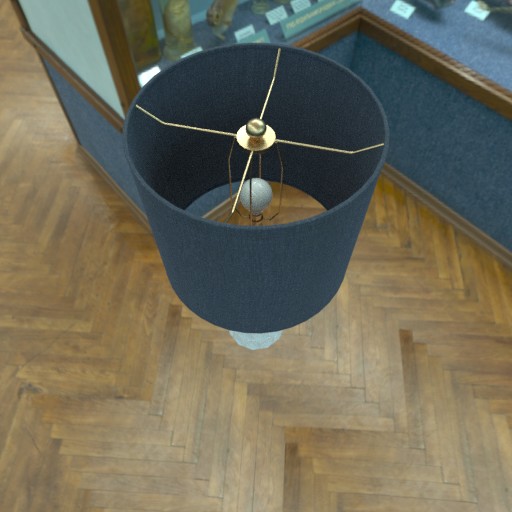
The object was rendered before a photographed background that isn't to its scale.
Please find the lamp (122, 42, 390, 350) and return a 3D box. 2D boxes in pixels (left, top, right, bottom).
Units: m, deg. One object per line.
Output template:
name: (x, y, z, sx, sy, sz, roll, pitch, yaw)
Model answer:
lamp: (0.000, 0.000, 0.692, 0.277, 0.537, 0.277, -34, 64, -19)
